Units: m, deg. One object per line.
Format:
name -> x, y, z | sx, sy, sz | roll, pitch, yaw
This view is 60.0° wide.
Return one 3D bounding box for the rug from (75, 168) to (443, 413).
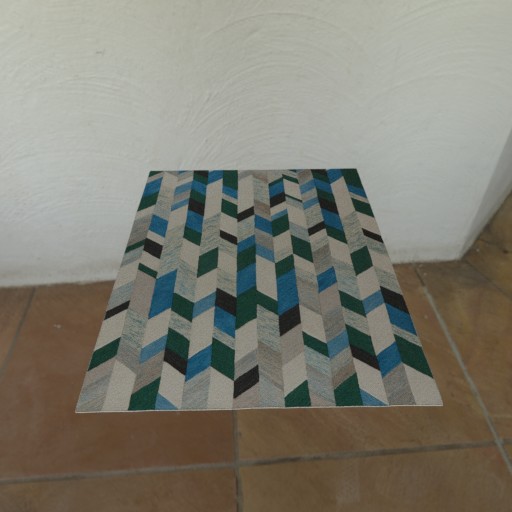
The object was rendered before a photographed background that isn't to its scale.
rug -> 0.000, 0.000, 4.054 | 2.440, 0.008, 3.036 | -1, 42, -1
